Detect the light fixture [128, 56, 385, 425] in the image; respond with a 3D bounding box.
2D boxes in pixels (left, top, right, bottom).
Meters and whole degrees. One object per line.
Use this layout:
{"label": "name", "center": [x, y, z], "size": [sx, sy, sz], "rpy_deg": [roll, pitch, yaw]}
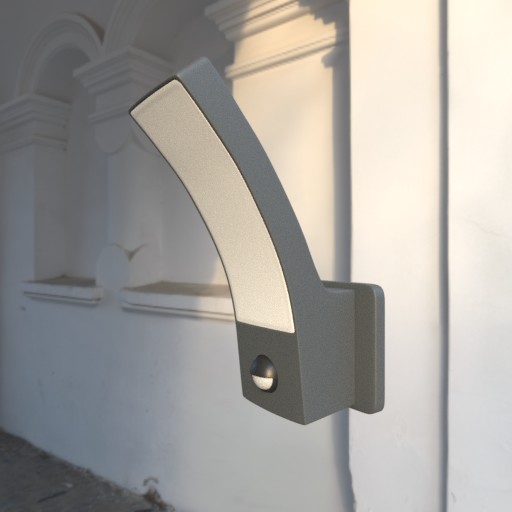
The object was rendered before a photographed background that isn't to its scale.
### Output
{"label": "light fixture", "center": [0.000, 0.000, 0.335], "size": [0.174, 0.243, 0.108], "rpy_deg": [0, 0, -35]}
